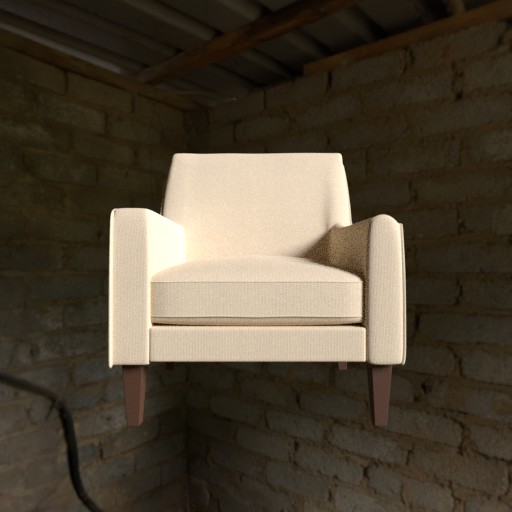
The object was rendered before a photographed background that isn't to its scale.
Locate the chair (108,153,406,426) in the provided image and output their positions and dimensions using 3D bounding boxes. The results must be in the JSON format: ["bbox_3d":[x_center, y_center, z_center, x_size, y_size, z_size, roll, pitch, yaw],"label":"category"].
[{"bbox_3d":[0.000,0.000,1.587,0.780,0.919,0.899,0,0,0],"label":"chair"}]
